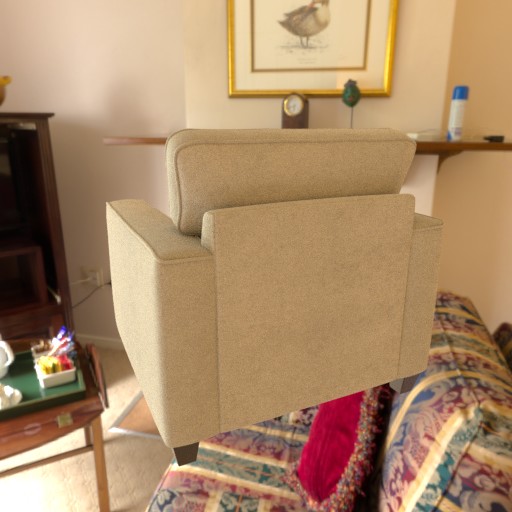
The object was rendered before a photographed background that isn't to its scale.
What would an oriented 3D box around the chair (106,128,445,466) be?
[{"bbox_3d":[0.000,0.000,1.732,1.015,0.965,0.939,-8,18,-24],"label":"chair"}]
